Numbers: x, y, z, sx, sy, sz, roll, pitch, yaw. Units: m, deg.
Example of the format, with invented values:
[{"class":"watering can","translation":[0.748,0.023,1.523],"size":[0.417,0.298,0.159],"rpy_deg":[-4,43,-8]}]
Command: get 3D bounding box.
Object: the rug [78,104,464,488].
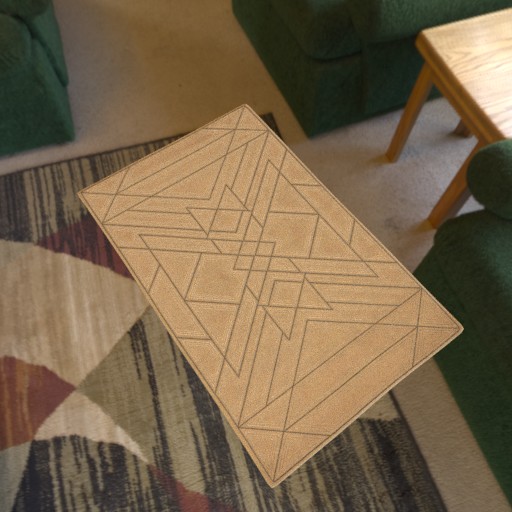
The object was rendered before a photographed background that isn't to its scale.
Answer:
[{"class":"rug","translation":[0.000,0.000,3.119],"size":[1.575,0.023,2.459],"rpy_deg":[-33,68,-15]}]
